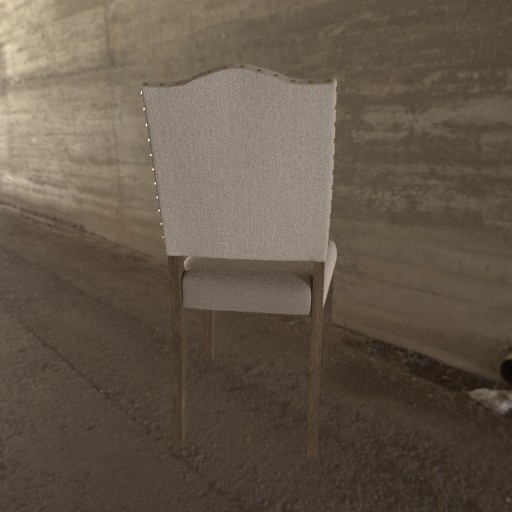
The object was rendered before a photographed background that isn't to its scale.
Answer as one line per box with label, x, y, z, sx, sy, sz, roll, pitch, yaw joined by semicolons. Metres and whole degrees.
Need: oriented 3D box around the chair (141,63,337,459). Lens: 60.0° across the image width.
chair;0.000;0.000;1.365;0.508;1.020;0.620;2;15;8
